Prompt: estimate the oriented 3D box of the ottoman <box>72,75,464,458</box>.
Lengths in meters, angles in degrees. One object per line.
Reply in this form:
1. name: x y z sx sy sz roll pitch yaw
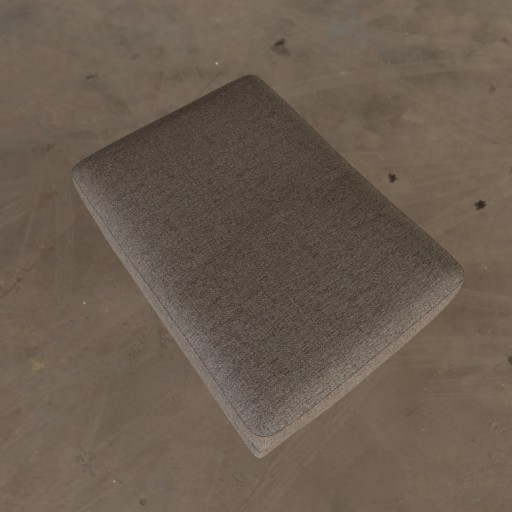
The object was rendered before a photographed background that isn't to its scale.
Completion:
1. ottoman: 0.000 0.000 1.267 0.637 0.478 0.885 -33 67 -16
